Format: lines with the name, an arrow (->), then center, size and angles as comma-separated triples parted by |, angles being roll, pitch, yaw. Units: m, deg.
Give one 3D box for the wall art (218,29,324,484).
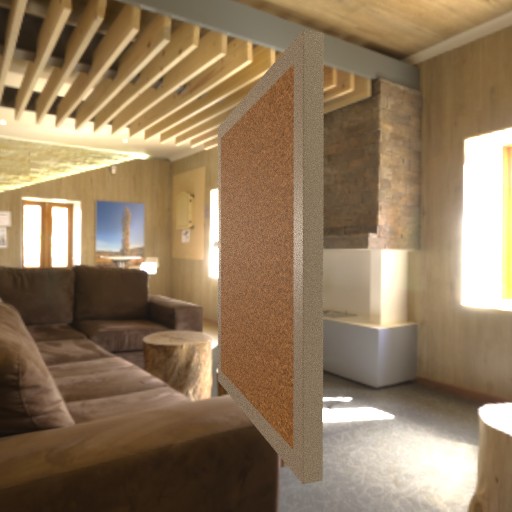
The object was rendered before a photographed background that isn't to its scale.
wall art -> 0.000, 0.000, 0.760 | 0.028, 0.556, 0.454 | 0, 1, -18
